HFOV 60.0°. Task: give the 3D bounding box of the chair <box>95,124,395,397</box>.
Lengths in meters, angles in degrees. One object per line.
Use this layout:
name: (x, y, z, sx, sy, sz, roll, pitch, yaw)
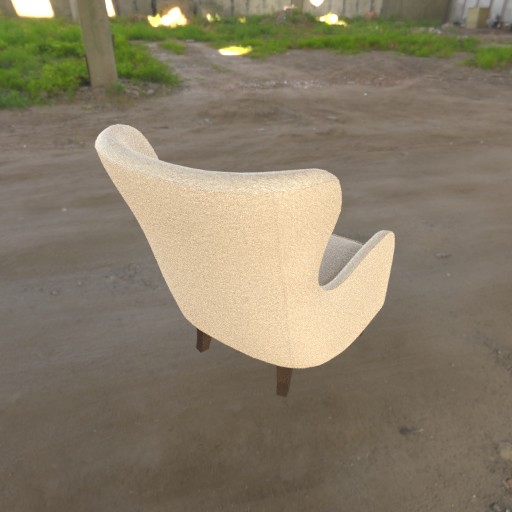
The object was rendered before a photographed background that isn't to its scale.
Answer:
chair: (0.000, 0.000, 1.799, 0.861, 1.064, 0.984, 20, 36, 31)
